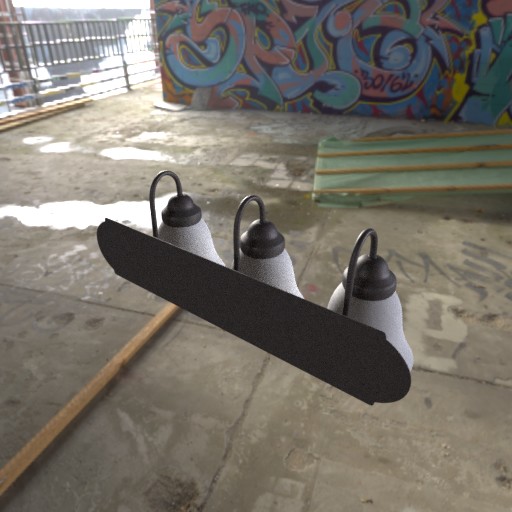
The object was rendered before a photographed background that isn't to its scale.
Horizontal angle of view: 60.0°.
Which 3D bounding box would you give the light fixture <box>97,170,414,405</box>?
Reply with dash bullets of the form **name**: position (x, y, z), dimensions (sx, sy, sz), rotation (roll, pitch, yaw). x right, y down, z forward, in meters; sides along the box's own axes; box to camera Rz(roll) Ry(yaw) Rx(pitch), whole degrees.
- **light fixture**: position (0.000, 0.000, 0.736), dimensions (0.610, 0.222, 0.199), rotation (21, 35, 32)
